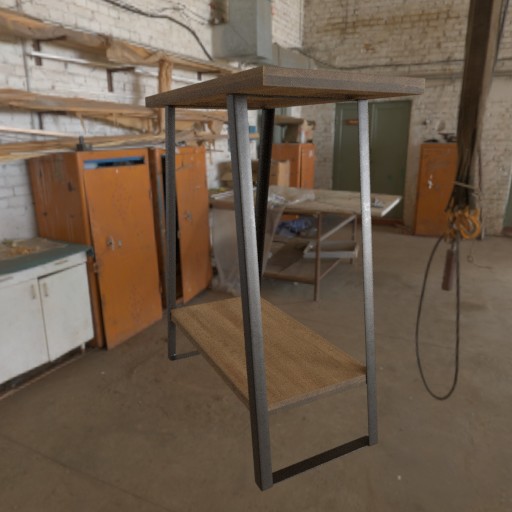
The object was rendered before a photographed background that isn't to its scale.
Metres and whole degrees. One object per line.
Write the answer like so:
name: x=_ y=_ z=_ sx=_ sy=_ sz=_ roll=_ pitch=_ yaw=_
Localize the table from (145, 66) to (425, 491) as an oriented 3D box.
table: x=0.000 y=0.000 z=0.993 sx=0.300 sy=0.701 sz=0.599 roll=-8 pitch=17 yaw=-27
